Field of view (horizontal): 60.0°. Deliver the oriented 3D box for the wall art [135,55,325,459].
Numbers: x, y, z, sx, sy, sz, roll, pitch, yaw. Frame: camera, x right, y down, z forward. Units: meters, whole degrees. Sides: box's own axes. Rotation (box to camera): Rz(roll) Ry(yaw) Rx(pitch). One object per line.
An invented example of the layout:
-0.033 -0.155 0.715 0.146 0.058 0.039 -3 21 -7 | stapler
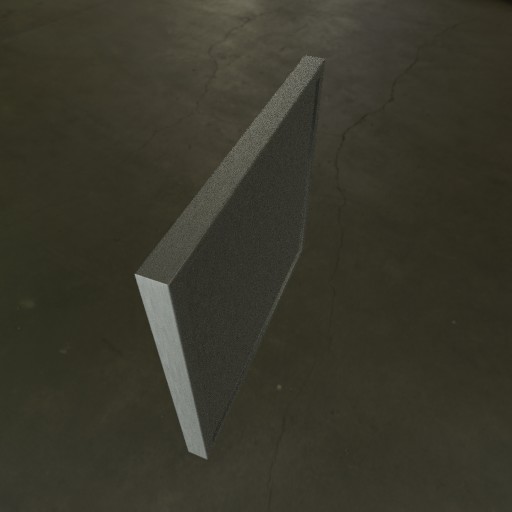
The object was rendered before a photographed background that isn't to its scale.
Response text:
0.000 0.000 0.537 0.028 0.330 0.380 16 49 15 | wall art
